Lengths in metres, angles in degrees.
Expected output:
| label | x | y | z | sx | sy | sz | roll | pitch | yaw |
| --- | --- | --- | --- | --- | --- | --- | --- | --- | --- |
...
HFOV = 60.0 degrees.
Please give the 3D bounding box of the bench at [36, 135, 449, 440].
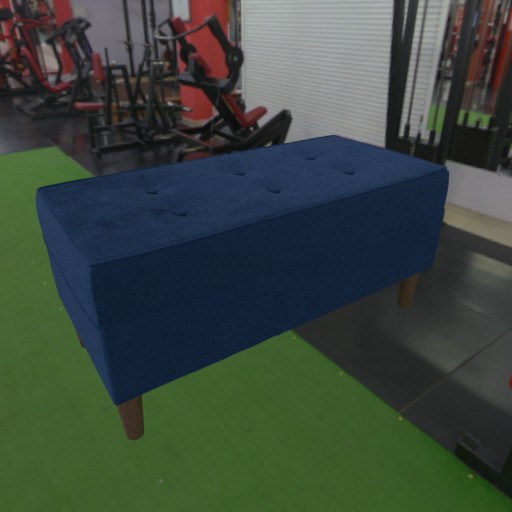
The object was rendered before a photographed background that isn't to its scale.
| label | x | y | z | sx | sy | sz | roll | pitch | yaw |
| --- | --- | --- | --- | --- | --- | --- | --- | --- | --- |
| bench | 0.000 | 0.000 | 1.253 | 1.010 | 0.467 | 0.489 | -18 | 33 | -29 |
